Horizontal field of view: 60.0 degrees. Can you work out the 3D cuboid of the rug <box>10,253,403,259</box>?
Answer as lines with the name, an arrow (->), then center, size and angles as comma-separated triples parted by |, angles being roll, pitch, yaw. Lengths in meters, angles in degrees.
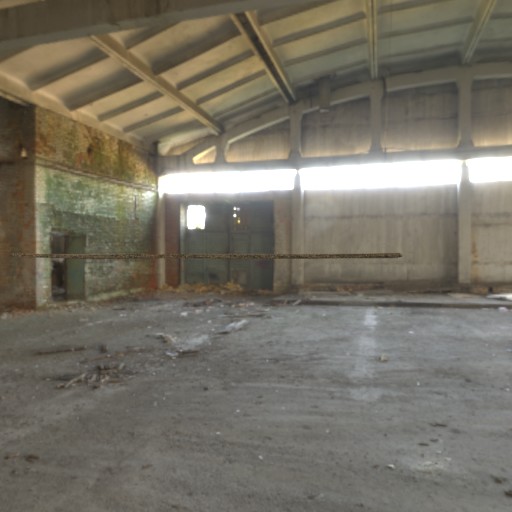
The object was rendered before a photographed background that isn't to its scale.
rug -> 0.000, 0.000, 4.081 | 2.414, 0.036, 3.199 | 0, 0, 15
